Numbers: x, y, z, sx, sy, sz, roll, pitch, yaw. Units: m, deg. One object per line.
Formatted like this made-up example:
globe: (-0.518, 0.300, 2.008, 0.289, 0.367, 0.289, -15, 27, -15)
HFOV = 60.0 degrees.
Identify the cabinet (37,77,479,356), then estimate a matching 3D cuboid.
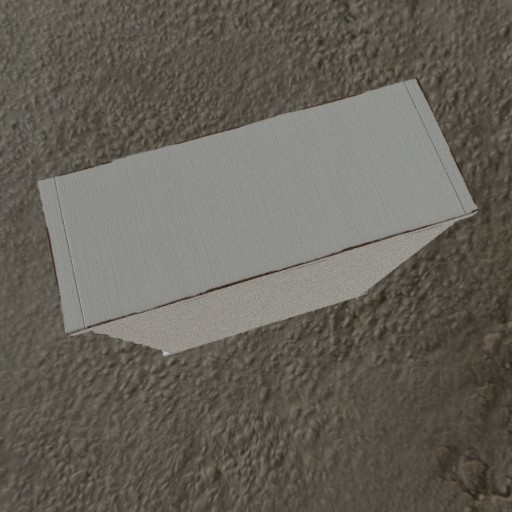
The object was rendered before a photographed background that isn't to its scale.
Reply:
cabinet: (0.000, 0.000, 0.869, 0.541, 0.603, 0.210, -17, 76, -4)
